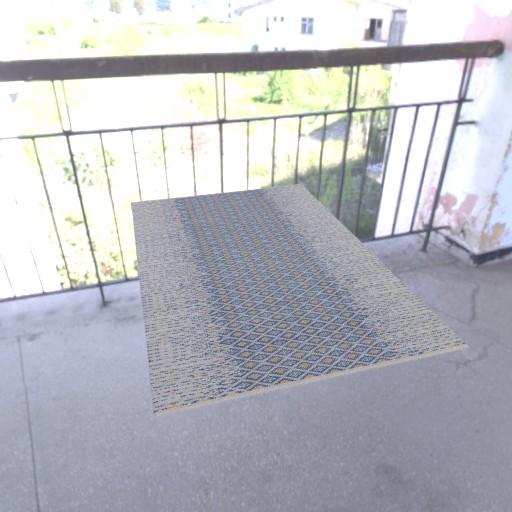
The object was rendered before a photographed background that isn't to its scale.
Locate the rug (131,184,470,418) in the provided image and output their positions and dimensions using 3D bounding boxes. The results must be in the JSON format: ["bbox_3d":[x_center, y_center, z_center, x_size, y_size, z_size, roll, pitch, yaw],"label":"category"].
[{"bbox_3d":[0.000,0.000,2.350,1.219,0.005,1.828,-8,31,-14],"label":"rug"}]
